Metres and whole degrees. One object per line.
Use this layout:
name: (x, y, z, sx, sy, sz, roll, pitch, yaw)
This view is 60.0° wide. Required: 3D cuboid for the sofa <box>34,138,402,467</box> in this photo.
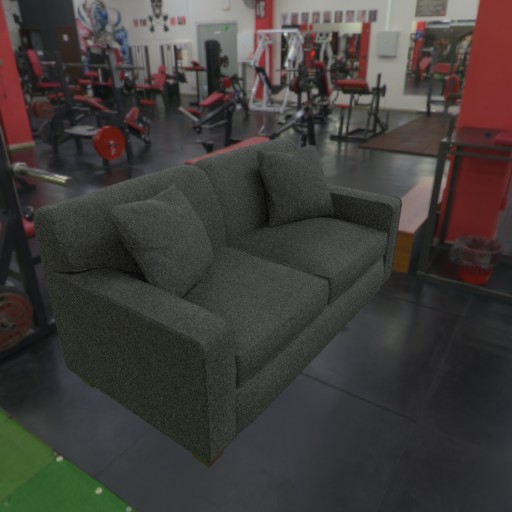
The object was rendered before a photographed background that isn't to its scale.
sofa: (0.000, 0.000, 2.407, 0.998, 0.958, 1.846, 18, 31, 32)
